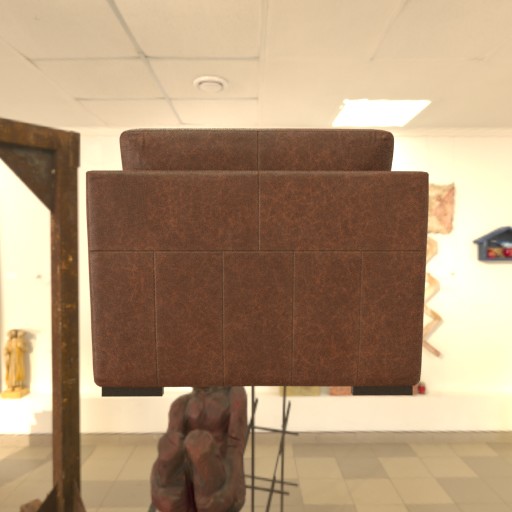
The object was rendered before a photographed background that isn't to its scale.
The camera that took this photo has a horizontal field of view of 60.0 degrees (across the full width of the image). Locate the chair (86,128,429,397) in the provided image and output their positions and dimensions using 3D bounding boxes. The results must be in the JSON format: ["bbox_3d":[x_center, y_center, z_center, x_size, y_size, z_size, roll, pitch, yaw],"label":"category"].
[{"bbox_3d":[0.000,0.000,1.984,1.168,0.939,1.143,0,1,-1],"label":"chair"}]
